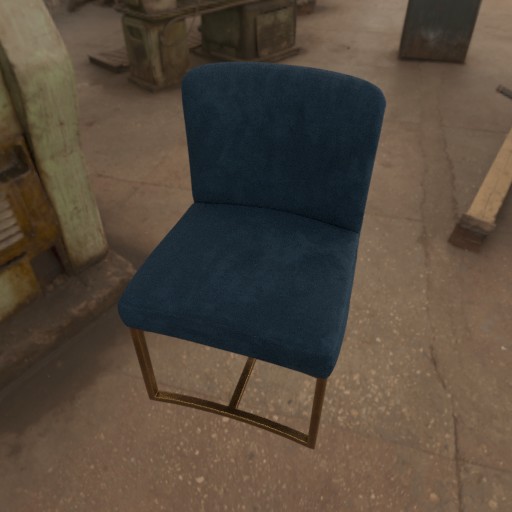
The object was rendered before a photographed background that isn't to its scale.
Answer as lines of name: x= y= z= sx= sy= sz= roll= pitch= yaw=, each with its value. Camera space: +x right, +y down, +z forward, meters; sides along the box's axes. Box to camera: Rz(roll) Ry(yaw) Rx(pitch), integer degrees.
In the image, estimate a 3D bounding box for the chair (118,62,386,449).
chair: x=0.000 y=0.000 z=1.169 sx=0.530 sy=0.824 sz=0.560 roll=12 pitch=42 yaw=14
